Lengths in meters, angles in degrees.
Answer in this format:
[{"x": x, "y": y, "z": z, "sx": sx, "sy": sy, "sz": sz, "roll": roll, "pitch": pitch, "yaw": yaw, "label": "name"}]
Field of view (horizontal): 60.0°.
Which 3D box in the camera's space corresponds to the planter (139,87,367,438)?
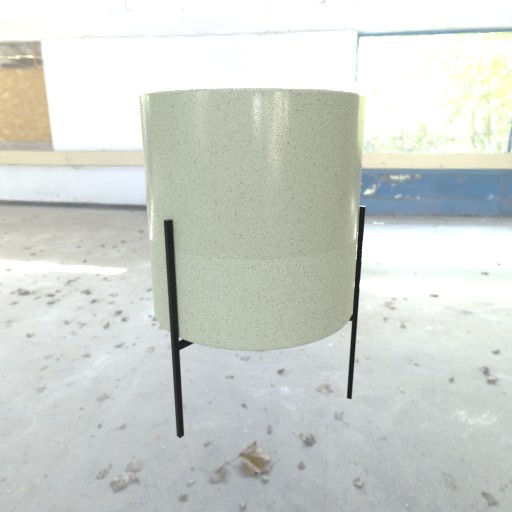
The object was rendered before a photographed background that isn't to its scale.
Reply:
[{"x": 0.000, "y": 0.000, "z": 0.695, "sx": 0.323, "sy": 0.475, "sz": 0.314, "roll": 3, "pitch": 17, "yaw": 10, "label": "planter"}]
